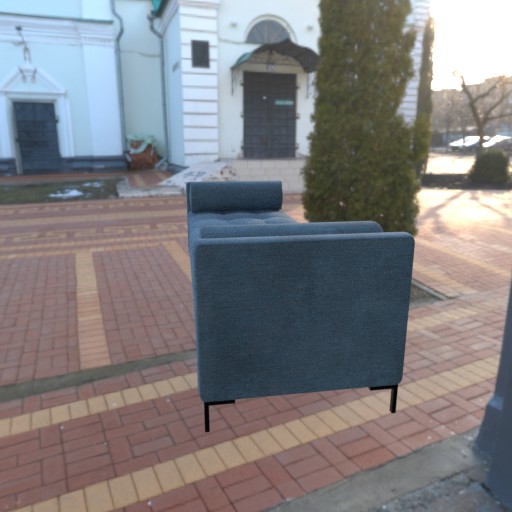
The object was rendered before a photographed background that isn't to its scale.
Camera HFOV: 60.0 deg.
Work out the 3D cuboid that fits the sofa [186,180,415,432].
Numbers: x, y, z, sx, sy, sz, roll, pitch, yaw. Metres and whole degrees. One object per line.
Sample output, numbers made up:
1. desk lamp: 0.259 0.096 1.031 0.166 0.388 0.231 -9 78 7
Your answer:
1. sofa: 0.000 0.000 2.328 0.686 0.635 1.981 -2 15 -9
